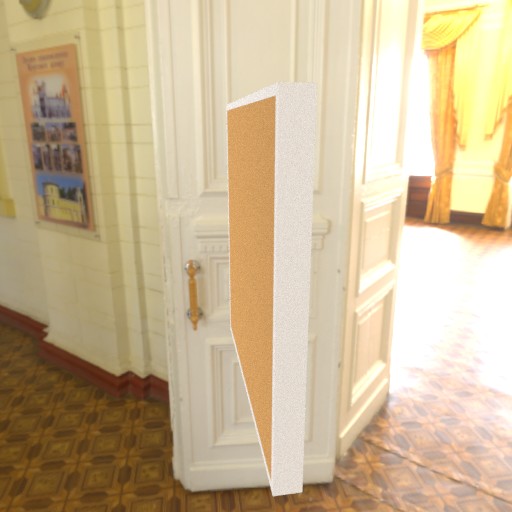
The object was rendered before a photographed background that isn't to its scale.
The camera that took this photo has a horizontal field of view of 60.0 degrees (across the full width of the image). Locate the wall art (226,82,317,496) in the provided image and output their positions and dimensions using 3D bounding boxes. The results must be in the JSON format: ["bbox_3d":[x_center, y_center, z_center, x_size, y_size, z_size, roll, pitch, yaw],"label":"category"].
[{"bbox_3d":[0.000,0.000,0.755,0.040,0.509,0.509,-3,17,-9],"label":"wall art"}]
